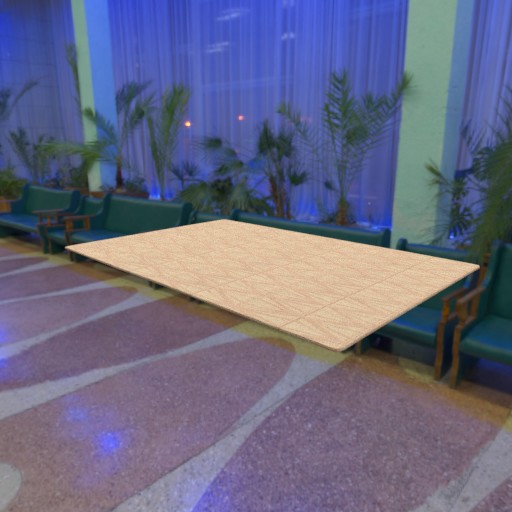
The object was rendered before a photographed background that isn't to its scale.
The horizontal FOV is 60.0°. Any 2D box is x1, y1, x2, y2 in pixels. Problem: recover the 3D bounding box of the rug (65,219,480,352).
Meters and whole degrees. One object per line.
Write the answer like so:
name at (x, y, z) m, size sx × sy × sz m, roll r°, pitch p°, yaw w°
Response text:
rug at (0.000, 0.000, 3.016) m, size 2.390 × 0.015 × 1.609 m, roll 14°, pitch 20°, yaw 42°
